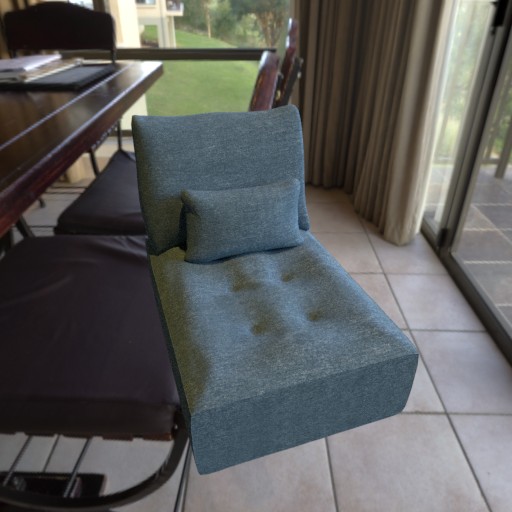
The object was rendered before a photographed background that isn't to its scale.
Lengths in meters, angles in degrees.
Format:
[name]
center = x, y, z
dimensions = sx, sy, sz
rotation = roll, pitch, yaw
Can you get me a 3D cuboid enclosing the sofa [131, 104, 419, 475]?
[sofa]
center = 0.000, 0.000, 1.565
dimensions = 0.700, 0.820, 1.000
rotation = -10, 33, -16
